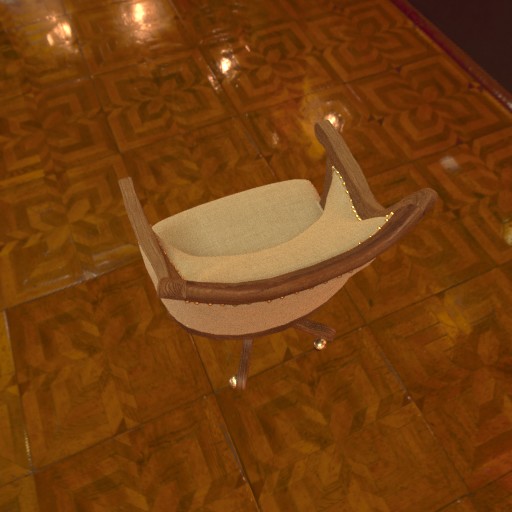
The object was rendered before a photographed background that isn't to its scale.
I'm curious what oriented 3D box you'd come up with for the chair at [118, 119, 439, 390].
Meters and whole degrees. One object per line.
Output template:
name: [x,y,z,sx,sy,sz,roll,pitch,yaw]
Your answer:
chair: [0.000,0.000,1.405,0.656,0.965,0.689,-19,61,-11]
